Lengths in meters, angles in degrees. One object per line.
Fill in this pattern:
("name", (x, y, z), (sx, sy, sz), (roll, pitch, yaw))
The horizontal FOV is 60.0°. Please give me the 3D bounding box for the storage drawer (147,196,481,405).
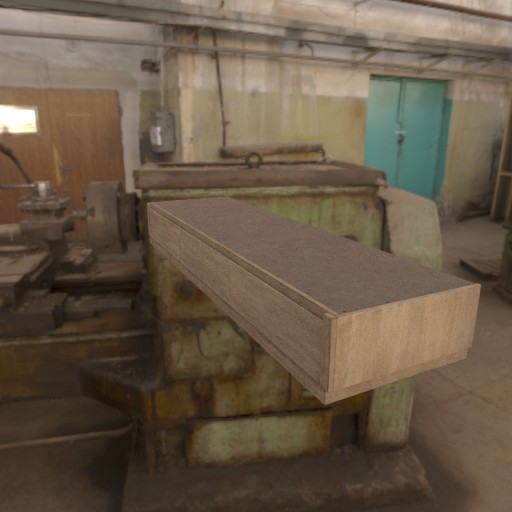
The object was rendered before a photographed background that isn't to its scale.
("storage drawer", (0.000, 0.000, 2.234), (0.591, 0.274, 2.072), (-8, 18, -26))
